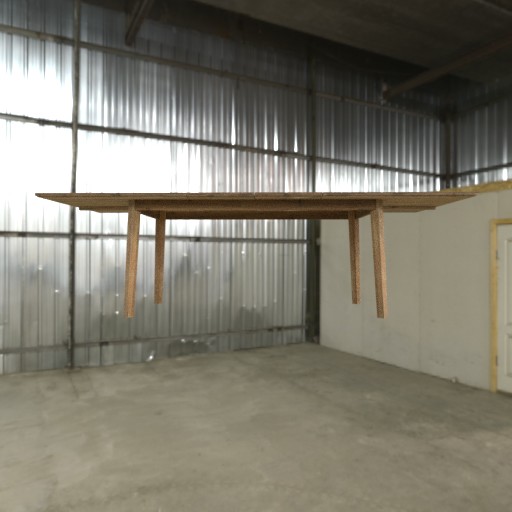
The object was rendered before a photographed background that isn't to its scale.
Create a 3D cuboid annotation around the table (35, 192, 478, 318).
[{"bbox_3d":[0.000,0.000,3.104,2.603,0.752,1.000,0,0,1],"label":"table"}]
